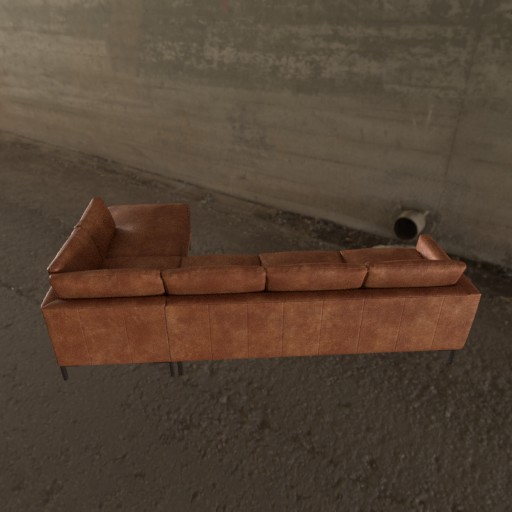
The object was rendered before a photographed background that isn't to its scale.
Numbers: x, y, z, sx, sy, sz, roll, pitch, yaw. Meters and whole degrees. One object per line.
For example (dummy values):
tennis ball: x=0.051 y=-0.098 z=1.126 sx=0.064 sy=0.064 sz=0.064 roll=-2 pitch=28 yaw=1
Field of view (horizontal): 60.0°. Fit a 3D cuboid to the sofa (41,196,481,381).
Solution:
sofa: x=0.000 y=0.000 z=3.865 sx=2.984 sy=0.877 sz=1.938 roll=-2 pitch=31 yaw=-3
